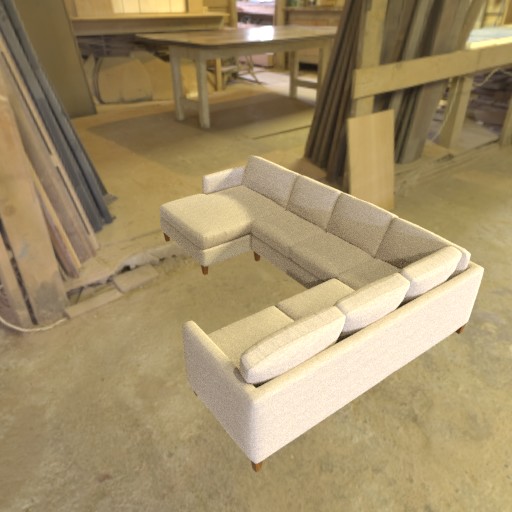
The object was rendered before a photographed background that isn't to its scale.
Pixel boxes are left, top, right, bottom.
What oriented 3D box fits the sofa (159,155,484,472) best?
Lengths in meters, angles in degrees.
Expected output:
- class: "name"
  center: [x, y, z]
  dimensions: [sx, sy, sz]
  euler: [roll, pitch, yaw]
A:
- class: "sofa"
  center: [0.000, 0.000, 4.605]
  dimensions: [2.594, 0.961, 3.460]
  euler: [-21, 37, -30]
